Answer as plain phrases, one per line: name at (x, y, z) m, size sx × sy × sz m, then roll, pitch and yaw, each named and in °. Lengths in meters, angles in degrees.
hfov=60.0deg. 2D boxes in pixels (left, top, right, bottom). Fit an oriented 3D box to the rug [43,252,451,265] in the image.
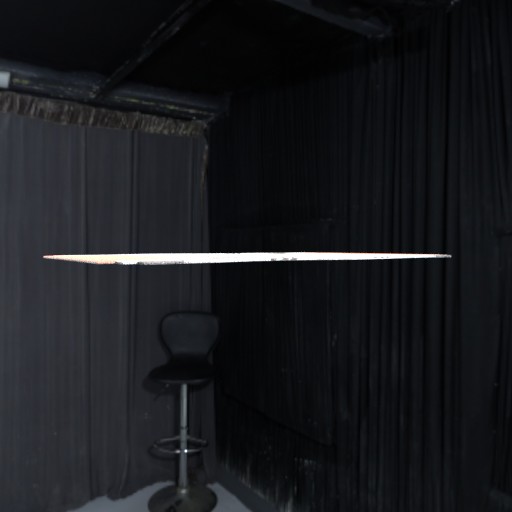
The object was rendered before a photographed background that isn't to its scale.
rug at (0.000, 0.000, 3.008) m, size 2.446 × 0.017 × 1.530 m, roll -1°, pitch 2°, yaw -35°
